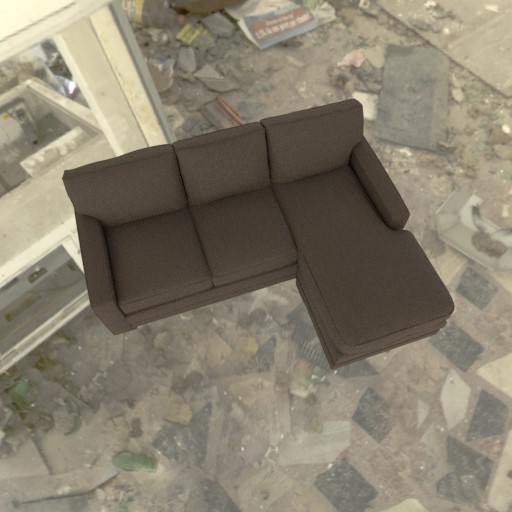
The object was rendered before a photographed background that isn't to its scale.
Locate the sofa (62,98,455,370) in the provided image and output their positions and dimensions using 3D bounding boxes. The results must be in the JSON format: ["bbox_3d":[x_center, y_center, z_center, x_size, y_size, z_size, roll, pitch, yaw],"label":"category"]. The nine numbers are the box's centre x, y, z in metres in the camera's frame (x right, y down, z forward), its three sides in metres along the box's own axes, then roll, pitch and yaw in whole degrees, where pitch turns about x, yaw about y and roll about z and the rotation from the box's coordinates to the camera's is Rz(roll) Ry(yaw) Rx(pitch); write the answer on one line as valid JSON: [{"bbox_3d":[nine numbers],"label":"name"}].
[{"bbox_3d":[0.000,0.000,3.243,2.370,0.973,1.790,-16,63,-9],"label":"sofa"}]
